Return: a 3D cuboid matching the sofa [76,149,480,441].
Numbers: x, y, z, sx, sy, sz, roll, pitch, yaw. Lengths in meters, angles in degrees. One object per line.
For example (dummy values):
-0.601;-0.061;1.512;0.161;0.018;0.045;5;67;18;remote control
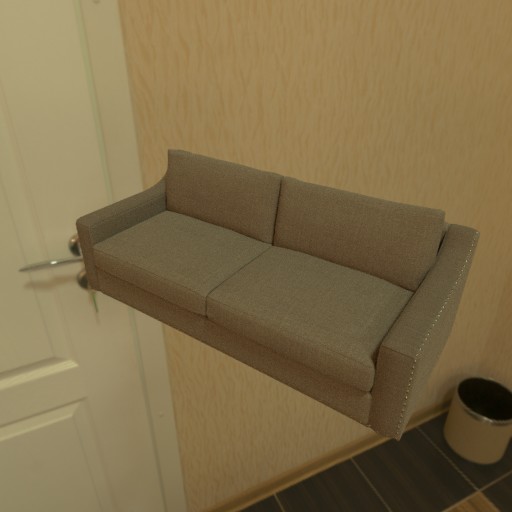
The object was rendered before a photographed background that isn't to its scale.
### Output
0.000;0.000;2.673;2.208;0.857;1.000;19;35;30;sofa
